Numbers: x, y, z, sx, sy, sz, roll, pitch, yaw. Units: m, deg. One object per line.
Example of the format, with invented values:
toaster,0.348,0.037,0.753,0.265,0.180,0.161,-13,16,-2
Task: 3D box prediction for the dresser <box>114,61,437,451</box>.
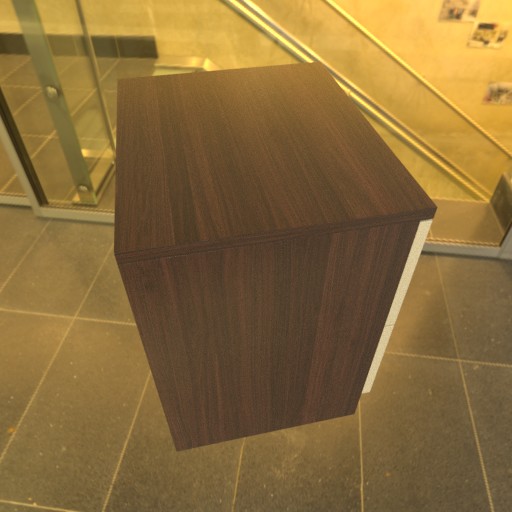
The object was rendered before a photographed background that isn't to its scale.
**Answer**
dresser,0.000,0.000,0.749,0.360,0.470,0.400,-9,45,-9
